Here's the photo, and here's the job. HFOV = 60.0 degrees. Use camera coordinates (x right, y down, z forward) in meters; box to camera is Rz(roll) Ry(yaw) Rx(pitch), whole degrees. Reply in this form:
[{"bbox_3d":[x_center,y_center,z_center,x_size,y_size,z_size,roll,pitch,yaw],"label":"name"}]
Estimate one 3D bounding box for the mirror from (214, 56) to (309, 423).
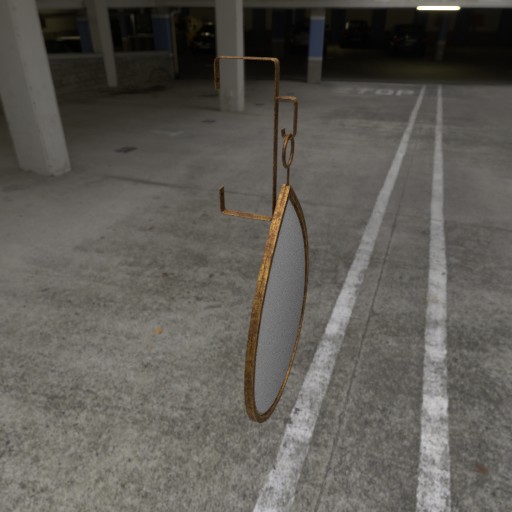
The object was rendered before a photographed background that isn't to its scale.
[{"bbox_3d":[0.000,0.000,0.908,0.144,0.744,0.405,10,31,17],"label":"mirror"}]
